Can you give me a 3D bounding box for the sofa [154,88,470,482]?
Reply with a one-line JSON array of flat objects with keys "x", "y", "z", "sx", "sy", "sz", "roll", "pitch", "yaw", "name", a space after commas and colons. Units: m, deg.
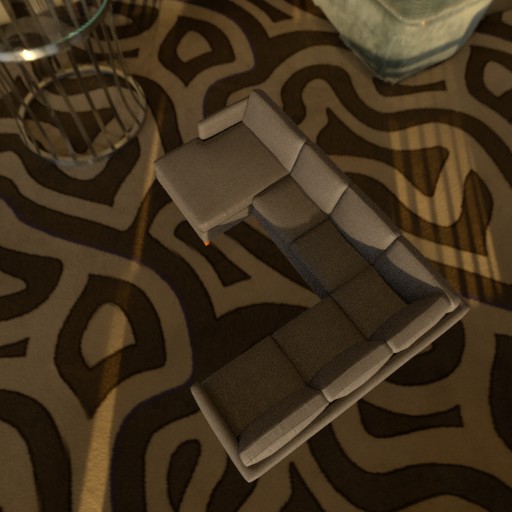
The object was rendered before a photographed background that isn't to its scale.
[{"x": 0.000, "y": 0.000, "z": 4.680, "sx": 2.594, "sy": 0.961, "sz": 3.460, "roll": -32, "pitch": 68, "yaw": -14, "name": "sofa"}]
